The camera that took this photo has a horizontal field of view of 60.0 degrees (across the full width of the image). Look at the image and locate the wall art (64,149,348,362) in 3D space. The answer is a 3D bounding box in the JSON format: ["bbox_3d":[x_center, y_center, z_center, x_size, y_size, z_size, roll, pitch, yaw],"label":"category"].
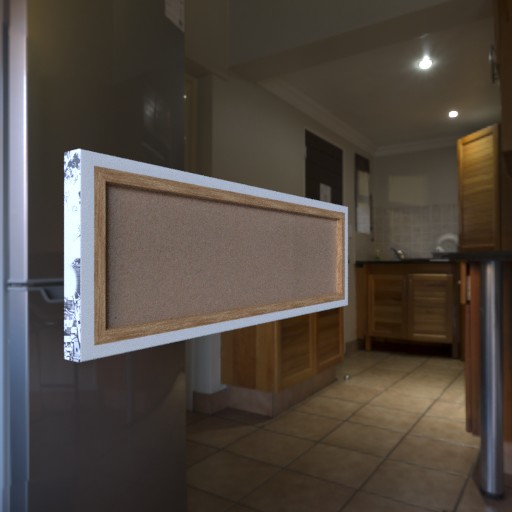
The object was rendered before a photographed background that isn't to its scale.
[{"bbox_3d":[0.000,0.000,0.851,0.036,0.256,0.766,0,0,36],"label":"wall art"}]
